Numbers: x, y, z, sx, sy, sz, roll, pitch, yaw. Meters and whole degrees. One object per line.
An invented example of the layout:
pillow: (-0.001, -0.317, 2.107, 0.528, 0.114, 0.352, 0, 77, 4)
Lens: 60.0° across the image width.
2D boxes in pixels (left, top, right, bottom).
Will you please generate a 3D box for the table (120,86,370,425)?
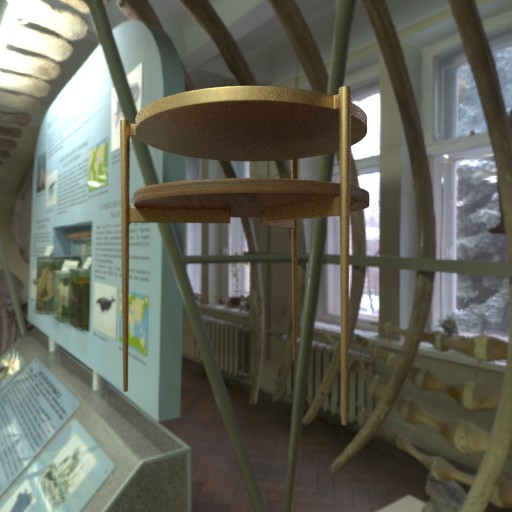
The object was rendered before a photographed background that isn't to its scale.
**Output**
table: (0.000, 0.000, 0.826, 0.430, 0.493, 0.456, 0, 1, -36)
